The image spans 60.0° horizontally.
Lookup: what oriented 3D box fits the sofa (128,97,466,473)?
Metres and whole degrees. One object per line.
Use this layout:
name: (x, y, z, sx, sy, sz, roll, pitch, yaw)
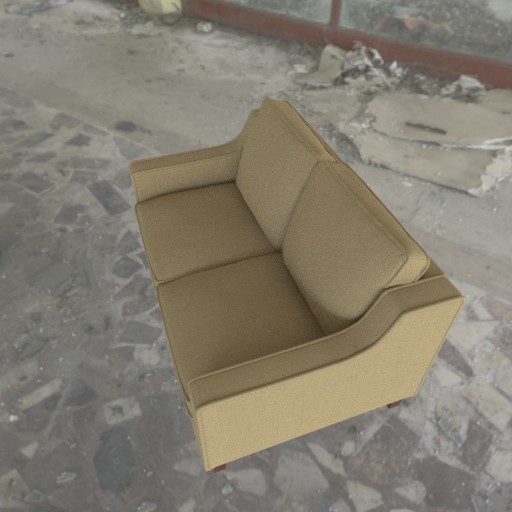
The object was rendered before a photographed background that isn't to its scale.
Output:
sofa: (0.000, 0.000, 2.112, 0.987, 0.971, 1.501, -14, 46, -14)
